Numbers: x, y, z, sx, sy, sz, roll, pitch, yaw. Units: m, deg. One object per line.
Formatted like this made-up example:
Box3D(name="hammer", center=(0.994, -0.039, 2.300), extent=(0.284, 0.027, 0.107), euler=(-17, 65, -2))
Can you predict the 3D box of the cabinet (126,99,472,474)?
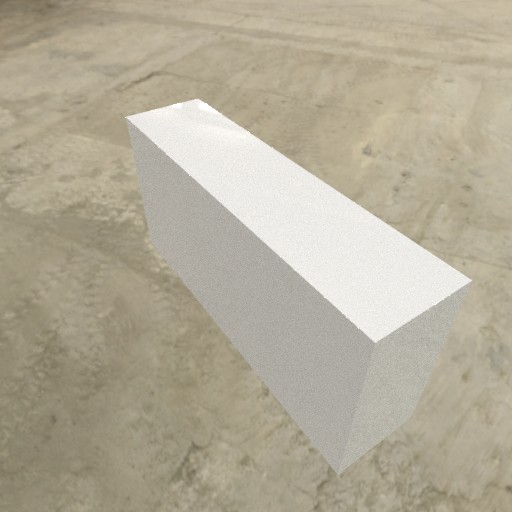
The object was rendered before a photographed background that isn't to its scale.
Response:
Box3D(name="cabinet", center=(0.000, 0.000, 1.984), extent=(0.400, 0.800, 1.650), euler=(-24, 47, -25))
